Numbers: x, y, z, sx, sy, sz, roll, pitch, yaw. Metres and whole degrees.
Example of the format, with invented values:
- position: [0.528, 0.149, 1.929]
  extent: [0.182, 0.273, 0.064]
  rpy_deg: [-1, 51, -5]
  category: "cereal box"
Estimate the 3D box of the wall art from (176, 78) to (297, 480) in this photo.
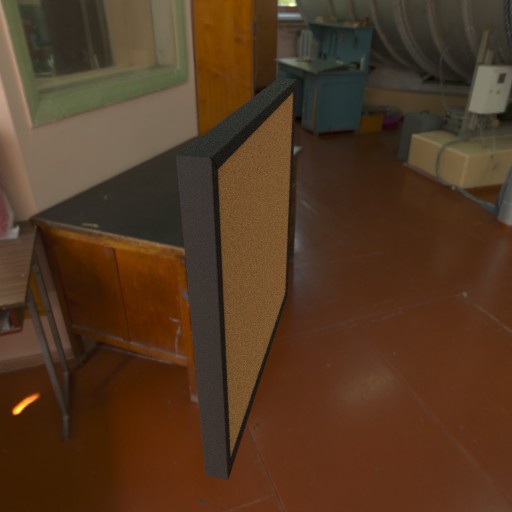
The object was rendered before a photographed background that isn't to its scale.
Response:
- position: [0.000, 0.000, 0.771]
  extent: [0.037, 0.508, 0.508]
  rpy_deg: [7, 31, 12]
  category: "wall art"
